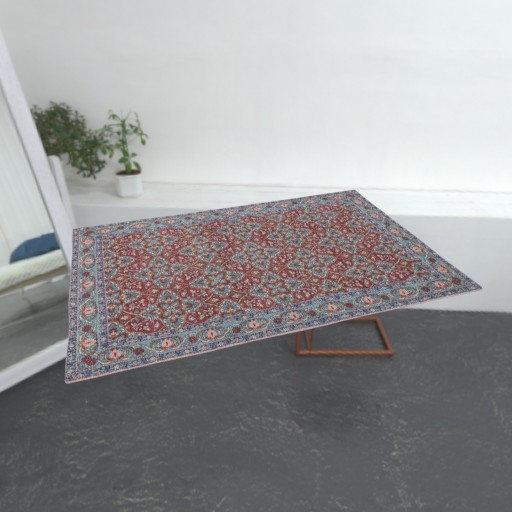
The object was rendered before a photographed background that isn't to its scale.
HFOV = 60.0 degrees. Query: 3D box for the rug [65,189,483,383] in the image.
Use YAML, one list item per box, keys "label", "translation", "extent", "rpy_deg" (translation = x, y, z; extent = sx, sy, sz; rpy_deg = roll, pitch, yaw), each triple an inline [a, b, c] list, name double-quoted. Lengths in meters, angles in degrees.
- label: "rug"
  translation: [0.000, 0.000, 2.306]
  extent: [1.829, 0.009, 1.219]
  rpy_deg: [-10, 33, -15]
